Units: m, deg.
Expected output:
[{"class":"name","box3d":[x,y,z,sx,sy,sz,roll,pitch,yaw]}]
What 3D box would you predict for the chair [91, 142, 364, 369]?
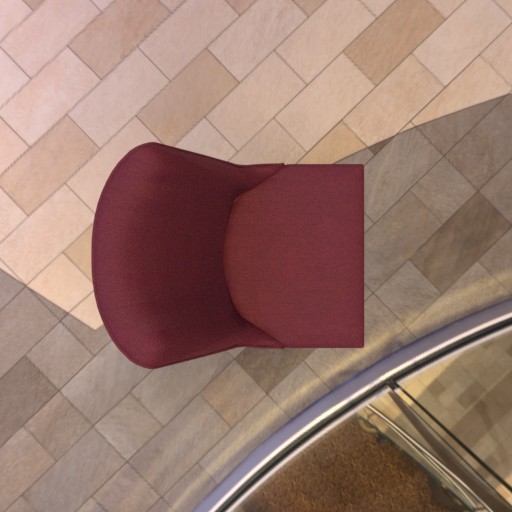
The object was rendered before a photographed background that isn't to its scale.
[{"class":"chair","box3d":[0.000,0.000,1.285,0.638,0.916,0.548,0,90,0]}]
